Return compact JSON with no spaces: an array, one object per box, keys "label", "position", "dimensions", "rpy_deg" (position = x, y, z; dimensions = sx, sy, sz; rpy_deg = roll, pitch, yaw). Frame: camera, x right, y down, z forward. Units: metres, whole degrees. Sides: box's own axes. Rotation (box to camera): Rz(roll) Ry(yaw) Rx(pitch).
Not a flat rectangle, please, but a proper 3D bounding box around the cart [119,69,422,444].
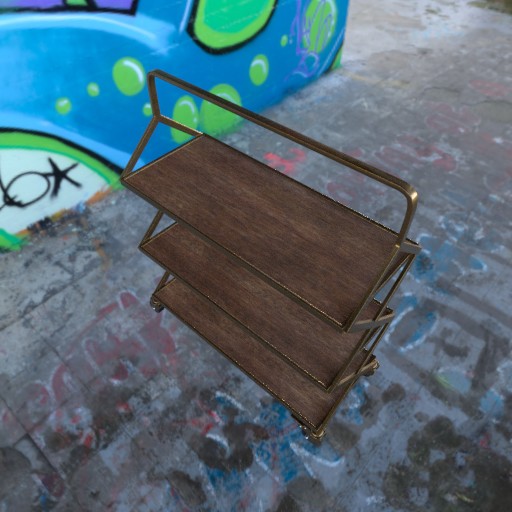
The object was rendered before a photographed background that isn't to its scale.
[{"label":"cart","position":[0.000,0.000,1.163],"dimensions":[0.723,0.805,0.313],"rpy_deg":[33,55,27]}]
